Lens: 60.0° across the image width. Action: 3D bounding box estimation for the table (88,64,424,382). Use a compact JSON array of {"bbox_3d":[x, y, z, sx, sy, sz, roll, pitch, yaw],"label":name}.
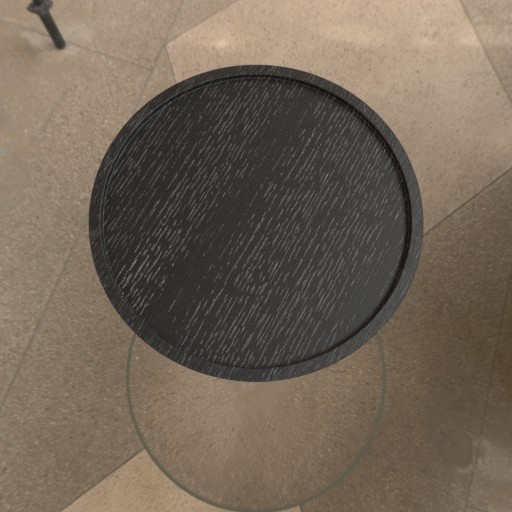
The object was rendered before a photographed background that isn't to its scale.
[{"bbox_3d":[0.000,0.000,0.752,0.399,0.460,0.399,0,76,0],"label":"table"}]
